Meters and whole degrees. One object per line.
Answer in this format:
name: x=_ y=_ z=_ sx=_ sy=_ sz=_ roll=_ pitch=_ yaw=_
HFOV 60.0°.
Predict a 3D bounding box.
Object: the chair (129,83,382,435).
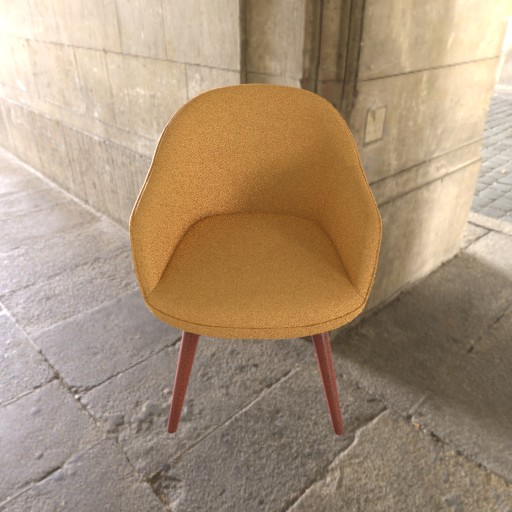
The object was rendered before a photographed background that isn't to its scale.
chair: x=0.000 y=0.000 z=1.251 sx=0.596 sy=0.823 sz=0.635 roll=0 pitch=30 yaw=1
